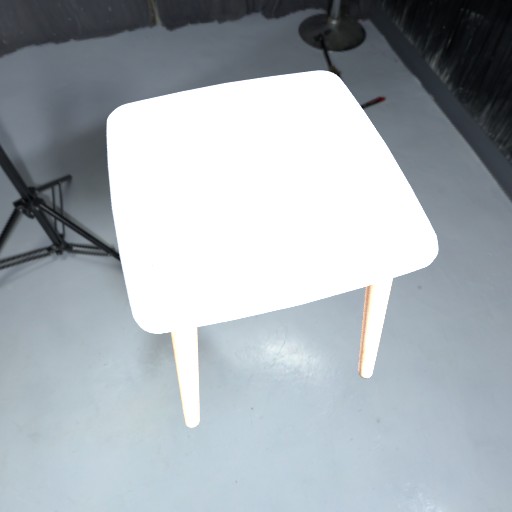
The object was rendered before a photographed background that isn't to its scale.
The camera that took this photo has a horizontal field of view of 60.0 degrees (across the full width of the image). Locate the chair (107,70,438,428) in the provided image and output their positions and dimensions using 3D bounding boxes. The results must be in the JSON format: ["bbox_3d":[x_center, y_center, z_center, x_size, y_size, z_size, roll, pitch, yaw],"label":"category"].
[{"bbox_3d":[0.000,0.000,0.691,0.350,0.440,0.350,-13,58,-8],"label":"chair"}]
